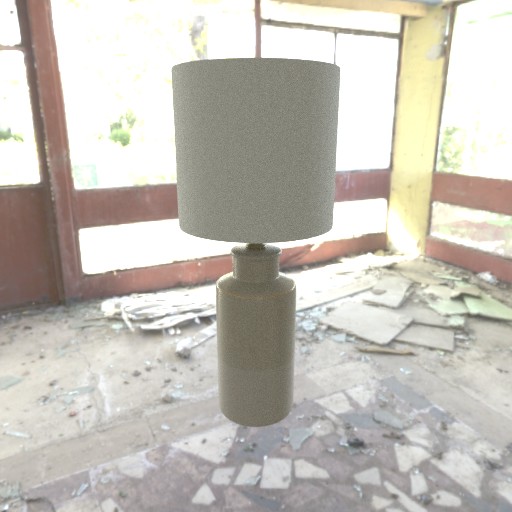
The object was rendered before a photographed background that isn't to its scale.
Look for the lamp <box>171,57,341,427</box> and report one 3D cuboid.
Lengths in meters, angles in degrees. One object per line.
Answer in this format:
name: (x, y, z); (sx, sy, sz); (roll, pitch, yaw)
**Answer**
lamp: (0.000, 0.000, 0.631); (0.212, 0.493, 0.212); (3, 17, 9)
